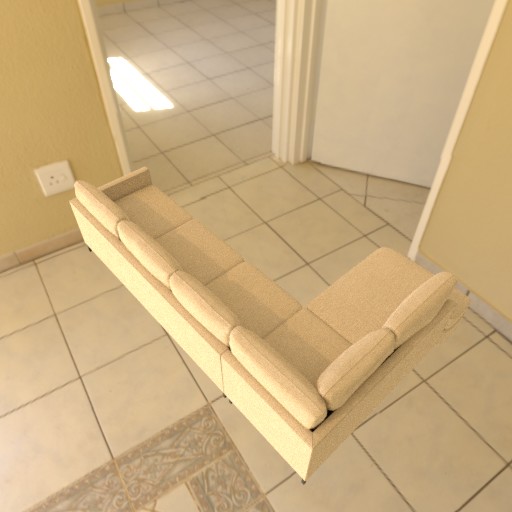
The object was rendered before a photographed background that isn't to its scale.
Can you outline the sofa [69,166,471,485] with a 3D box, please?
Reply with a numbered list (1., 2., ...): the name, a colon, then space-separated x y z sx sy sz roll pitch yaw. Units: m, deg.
1. sofa: 0.000 0.000 4.261 2.048 0.996 3.384 -33 54 -28
